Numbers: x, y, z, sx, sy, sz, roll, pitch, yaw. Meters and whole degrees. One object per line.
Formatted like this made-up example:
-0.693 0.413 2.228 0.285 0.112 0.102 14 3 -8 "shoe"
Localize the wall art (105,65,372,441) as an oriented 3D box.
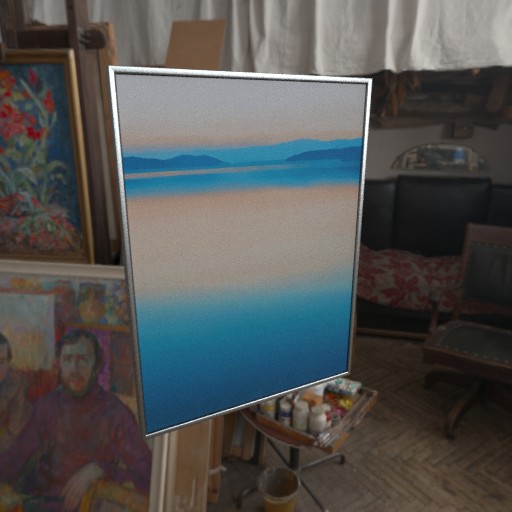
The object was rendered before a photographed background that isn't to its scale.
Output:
0.000 0.000 1.387 0.801 1.062 0.037 -9 19 -26 "wall art"
